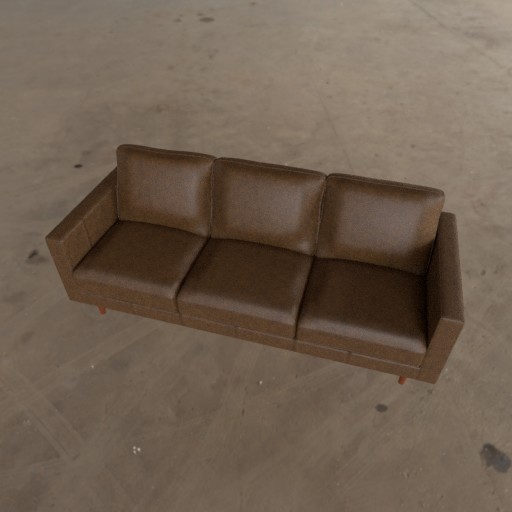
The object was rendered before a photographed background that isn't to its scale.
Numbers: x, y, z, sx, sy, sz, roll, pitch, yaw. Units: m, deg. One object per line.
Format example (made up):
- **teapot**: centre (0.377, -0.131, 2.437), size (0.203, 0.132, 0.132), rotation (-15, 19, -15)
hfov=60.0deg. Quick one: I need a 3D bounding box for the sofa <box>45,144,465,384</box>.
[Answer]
- **sofa**: centre (0.000, 0.000, 2.694), size (2.231, 0.930, 0.903), rotation (11, 43, 12)
